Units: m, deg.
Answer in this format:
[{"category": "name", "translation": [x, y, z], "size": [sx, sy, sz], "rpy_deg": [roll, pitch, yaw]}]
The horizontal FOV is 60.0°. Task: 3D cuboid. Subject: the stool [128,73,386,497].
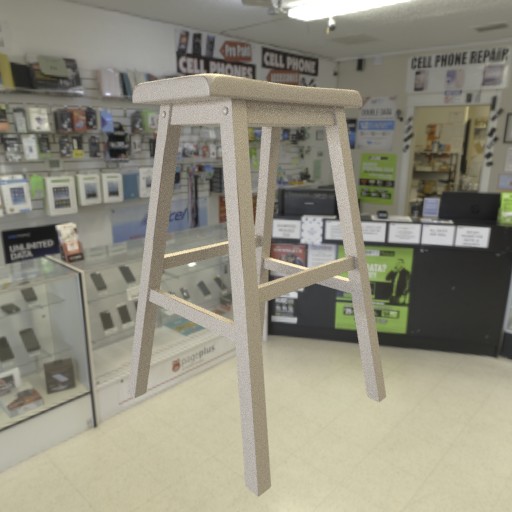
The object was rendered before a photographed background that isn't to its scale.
[{"category": "stool", "translation": [0.000, 0.000, 1.033], "size": [0.457, 0.737, 0.476], "rpy_deg": [-15, 21, -43]}]
